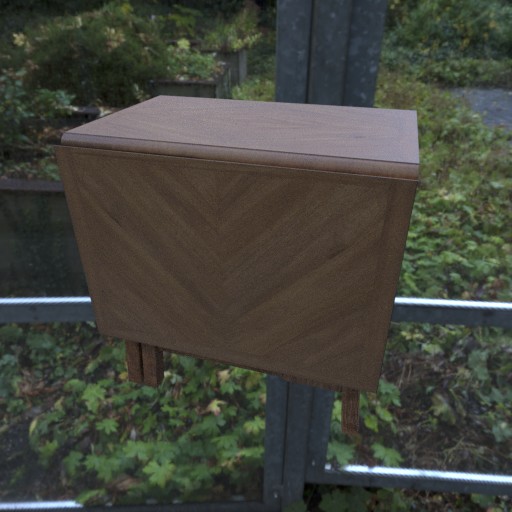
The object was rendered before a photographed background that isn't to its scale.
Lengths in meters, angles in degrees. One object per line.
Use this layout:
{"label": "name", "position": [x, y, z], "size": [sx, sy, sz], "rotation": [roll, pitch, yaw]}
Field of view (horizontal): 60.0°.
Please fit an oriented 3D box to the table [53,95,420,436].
{"label": "table", "position": [0.000, 0.000, 1.635], "size": [0.967, 0.981, 0.701], "rotation": [9, 31, 14]}
